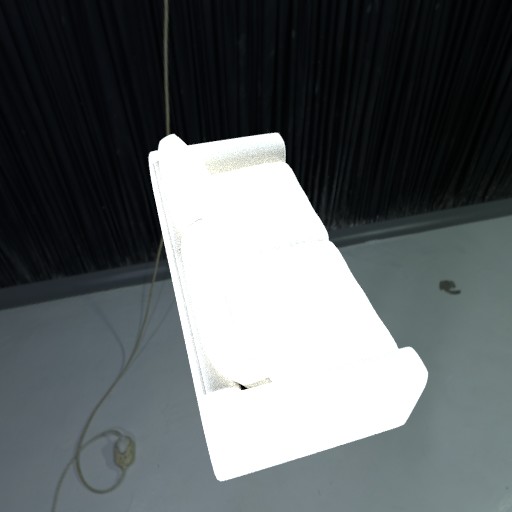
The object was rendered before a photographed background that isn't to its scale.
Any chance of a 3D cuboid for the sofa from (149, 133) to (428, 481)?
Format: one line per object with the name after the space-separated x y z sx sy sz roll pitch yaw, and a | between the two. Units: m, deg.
0.000 0.000 2.786 1.070 0.801 2.262 -12 47 -11 | sofa
